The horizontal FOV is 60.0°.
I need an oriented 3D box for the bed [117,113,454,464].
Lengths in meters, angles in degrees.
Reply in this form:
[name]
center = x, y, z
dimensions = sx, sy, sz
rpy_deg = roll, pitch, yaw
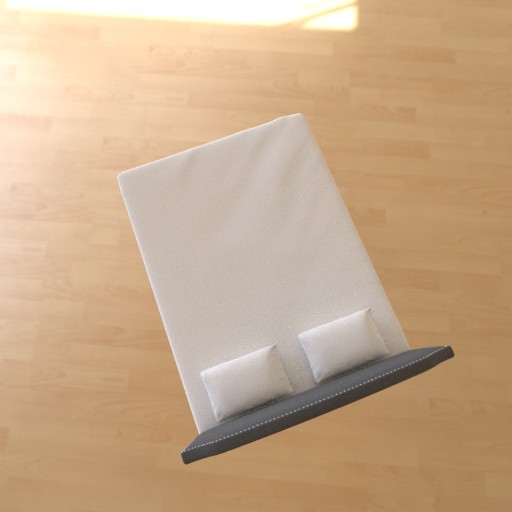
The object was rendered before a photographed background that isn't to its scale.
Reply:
[bed]
center = 0.000, 0.000, 2.953
dimensions = 1.558, 1.270, 1.999
rpy_deg = -20, 76, -5
